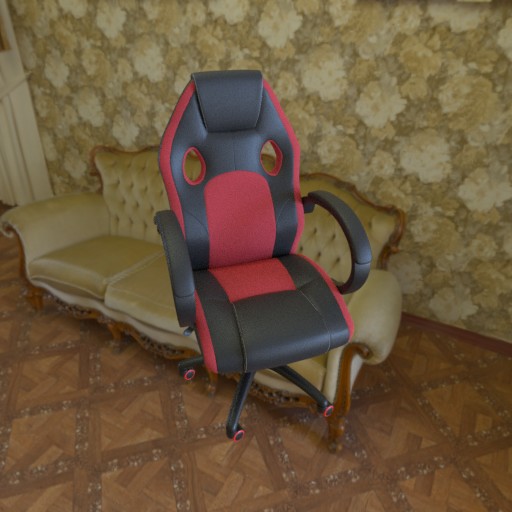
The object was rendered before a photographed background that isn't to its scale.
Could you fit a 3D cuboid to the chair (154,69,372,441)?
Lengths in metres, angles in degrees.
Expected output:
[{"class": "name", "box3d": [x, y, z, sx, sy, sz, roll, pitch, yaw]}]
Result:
[{"class": "chair", "box3d": [0.000, 0.000, 1.619, 0.673, 1.187, 0.724, -9, 31, -16]}]
